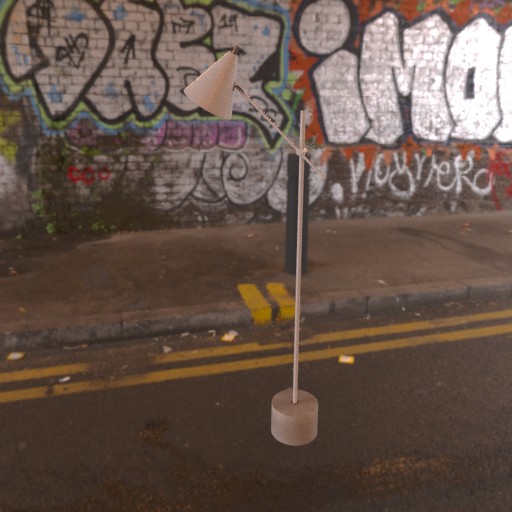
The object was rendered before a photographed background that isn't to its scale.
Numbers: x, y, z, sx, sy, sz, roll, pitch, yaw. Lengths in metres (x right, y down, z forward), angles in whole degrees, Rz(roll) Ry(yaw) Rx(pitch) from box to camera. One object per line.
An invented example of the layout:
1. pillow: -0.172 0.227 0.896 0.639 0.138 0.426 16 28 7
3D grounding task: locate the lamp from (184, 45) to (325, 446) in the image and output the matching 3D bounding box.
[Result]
1. lamp: 0.000 0.000 1.638 0.508 1.430 0.223 8 18 24
